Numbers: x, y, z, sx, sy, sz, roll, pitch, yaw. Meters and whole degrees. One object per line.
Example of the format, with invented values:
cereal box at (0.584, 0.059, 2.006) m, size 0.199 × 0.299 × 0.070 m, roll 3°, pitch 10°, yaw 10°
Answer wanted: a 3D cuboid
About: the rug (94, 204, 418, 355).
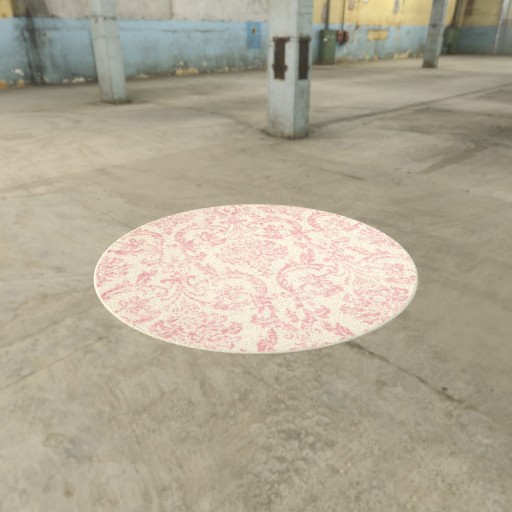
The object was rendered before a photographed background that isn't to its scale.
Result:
rug at (0.000, 0.000, 2.288) m, size 1.593 × 0.012 × 1.593 m, roll 0°, pitch 26°, yaw 0°
